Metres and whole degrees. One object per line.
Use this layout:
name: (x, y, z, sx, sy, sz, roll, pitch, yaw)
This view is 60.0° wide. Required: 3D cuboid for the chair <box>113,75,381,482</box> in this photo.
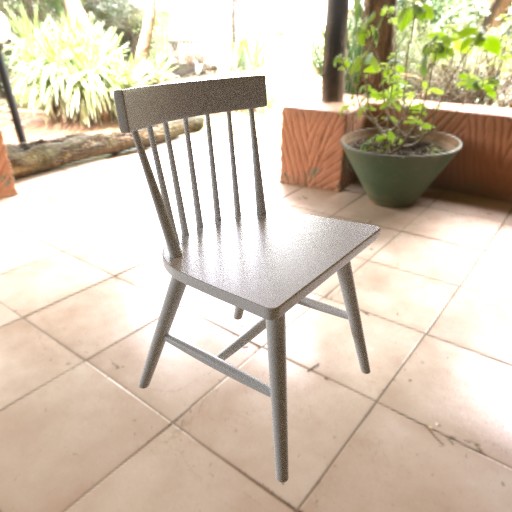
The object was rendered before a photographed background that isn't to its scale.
chair: (0.000, 0.000, 1.091, 0.500, 0.787, 0.483, 18, 32, 33)
